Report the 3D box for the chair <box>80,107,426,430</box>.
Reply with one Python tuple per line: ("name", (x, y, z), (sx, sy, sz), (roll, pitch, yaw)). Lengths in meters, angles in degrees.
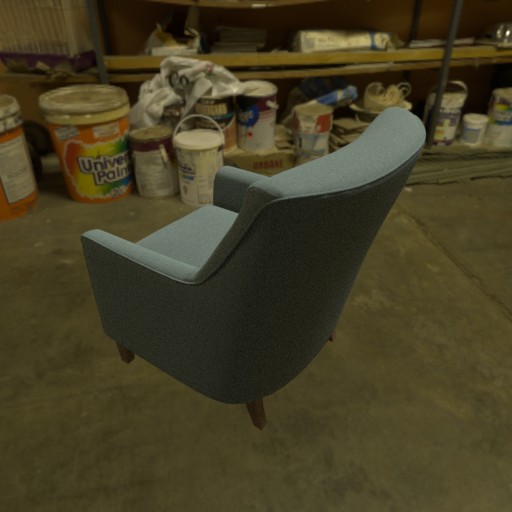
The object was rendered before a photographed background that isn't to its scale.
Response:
("chair", (0.000, 0.000, 1.487), (0.879, 0.916, 0.756), (21, 38, 29))
